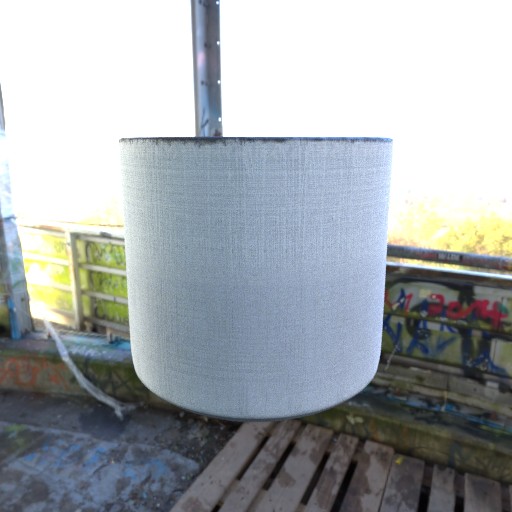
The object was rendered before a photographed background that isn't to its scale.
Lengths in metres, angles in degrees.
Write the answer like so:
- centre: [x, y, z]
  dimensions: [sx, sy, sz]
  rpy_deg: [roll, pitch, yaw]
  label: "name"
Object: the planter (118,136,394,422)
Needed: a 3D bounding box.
- centre: [0.000, 0.000, 0.388]
  dimensions: [0.221, 0.201, 0.221]
  rpy_deg: [0, 15, 0]
  label: "planter"
